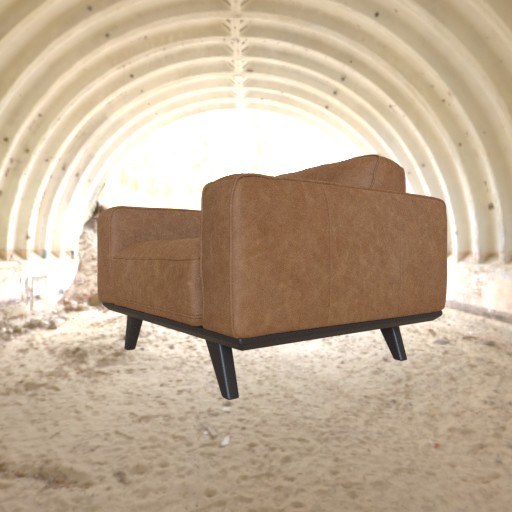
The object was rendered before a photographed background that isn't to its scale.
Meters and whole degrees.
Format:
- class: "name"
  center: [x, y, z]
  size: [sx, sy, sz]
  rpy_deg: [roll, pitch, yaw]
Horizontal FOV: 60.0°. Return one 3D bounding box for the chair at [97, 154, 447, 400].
- class: "chair"
  center: [0.000, 0.000, 1.753]
  size: [0.952, 0.782, 1.118]
  rpy_deg: [0, 0, -36]
